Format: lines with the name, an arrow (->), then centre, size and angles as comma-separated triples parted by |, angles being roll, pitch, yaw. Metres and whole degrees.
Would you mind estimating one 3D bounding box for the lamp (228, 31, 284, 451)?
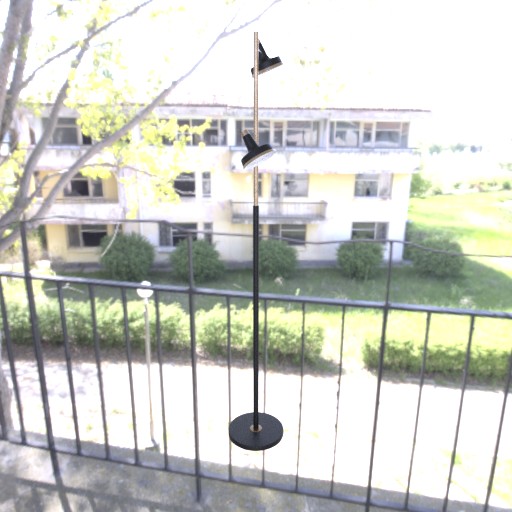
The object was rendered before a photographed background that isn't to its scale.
lamp -> 0.000, 0.000, 1.813 | 0.253, 1.674, 0.351 | 3, 15, 11
